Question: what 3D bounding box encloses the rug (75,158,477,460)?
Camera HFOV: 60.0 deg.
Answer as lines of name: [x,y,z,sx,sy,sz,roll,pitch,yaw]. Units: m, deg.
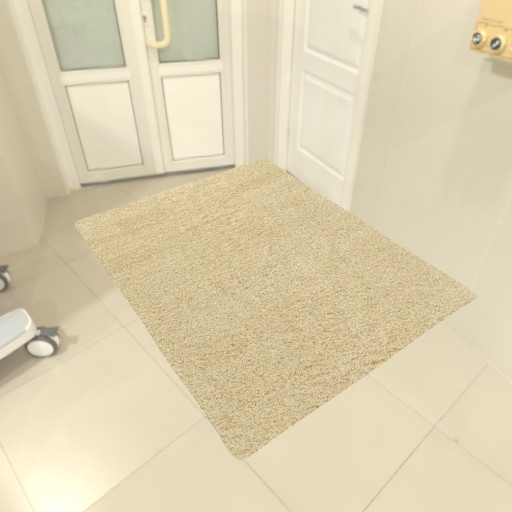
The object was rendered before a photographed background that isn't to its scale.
rug: [0.000,0.000,4.077,2.401,0.025,3.001,-24,46,-27]
